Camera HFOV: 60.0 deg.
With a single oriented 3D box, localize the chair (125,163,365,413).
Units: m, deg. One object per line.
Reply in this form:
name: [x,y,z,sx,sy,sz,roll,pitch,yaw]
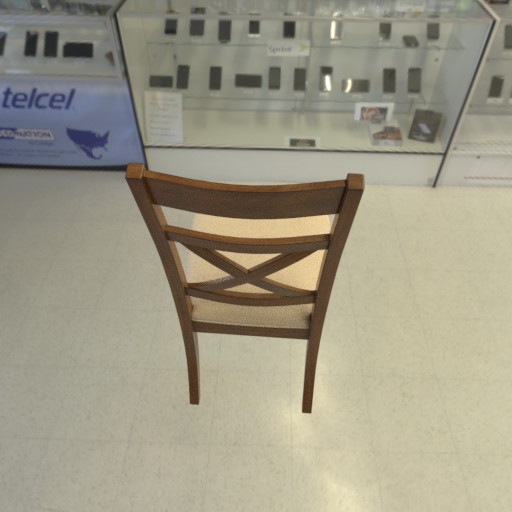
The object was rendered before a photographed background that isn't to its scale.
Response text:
chair: [0.000,0.000,1.277,0.461,0.949,0.581,3,46,3]
